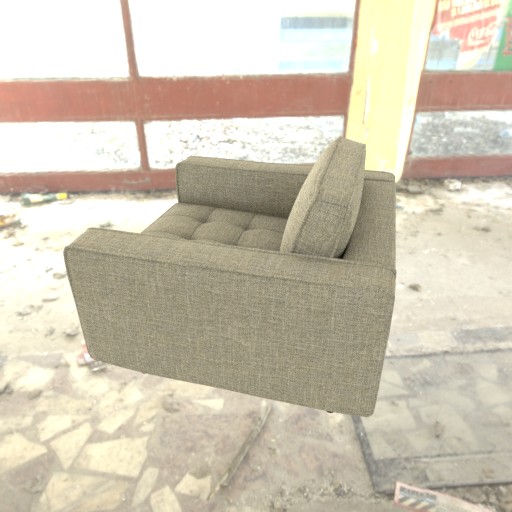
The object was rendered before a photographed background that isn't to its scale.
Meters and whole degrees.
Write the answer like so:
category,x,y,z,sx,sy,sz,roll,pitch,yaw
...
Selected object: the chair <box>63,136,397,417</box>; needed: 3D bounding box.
category,x,y,z,sx,sy,sz,roll,pitch,yaw
chair,0.000,0.000,1.580,0.914,0.765,0.889,8,30,13
